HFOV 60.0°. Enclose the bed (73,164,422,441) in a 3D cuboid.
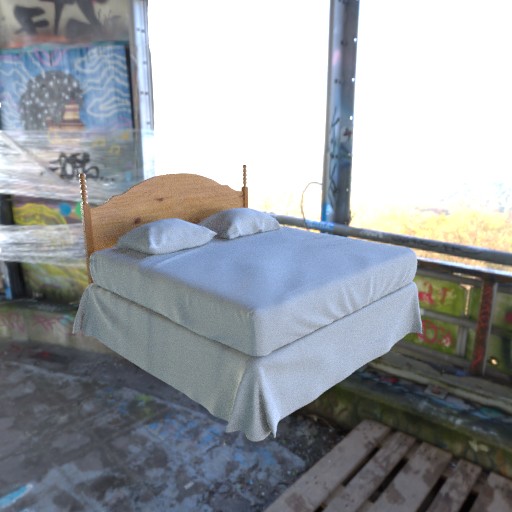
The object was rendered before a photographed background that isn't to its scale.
[{"bbox_3d":[0.000,0.000,3.714,2.219,1.355,2.322,14,20,42],"label":"bed"}]
